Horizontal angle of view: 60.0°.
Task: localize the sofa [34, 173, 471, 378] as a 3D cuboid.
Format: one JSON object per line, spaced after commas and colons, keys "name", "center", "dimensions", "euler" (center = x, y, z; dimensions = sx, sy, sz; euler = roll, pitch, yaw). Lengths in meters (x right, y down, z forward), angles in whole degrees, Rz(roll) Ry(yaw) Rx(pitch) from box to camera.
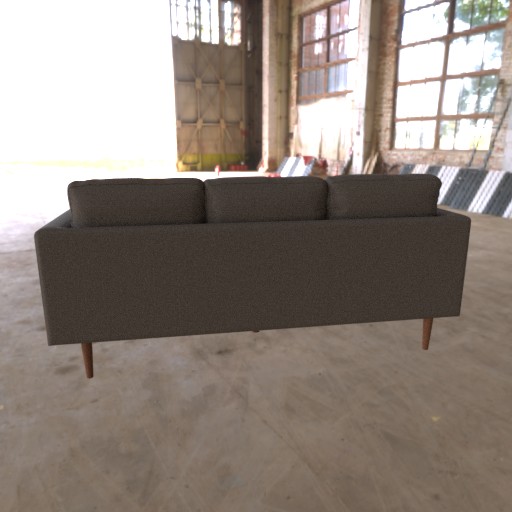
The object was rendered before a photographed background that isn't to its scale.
{"name": "sofa", "center": [0.000, 0.000, 2.442], "dimensions": [2.029, 0.912, 0.802], "euler": [-3, 15, -9]}
